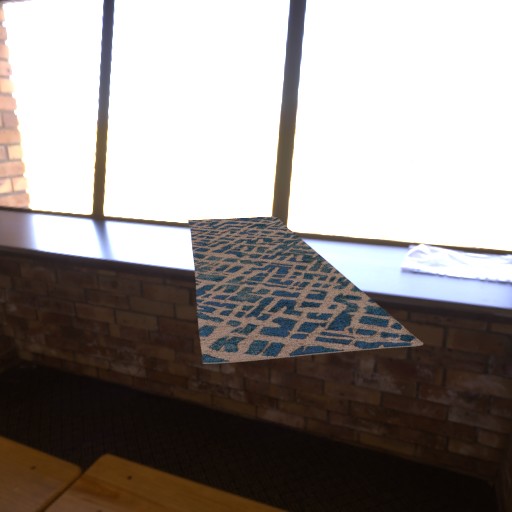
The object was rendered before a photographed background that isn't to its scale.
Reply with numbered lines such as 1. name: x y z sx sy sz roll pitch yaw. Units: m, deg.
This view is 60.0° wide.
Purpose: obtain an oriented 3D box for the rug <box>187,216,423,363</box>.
1. rug: 0.000 0.000 2.646 0.768 0.011 2.446 -3 16 -9
